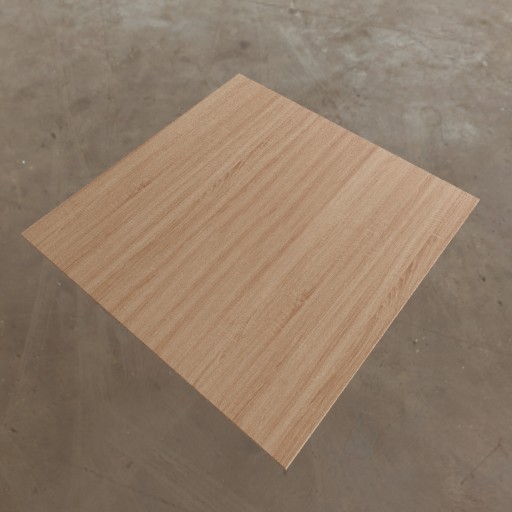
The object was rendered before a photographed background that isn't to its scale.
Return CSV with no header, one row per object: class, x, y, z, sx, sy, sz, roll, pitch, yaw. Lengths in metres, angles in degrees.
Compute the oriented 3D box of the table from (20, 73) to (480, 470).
table,0.000,0.000,1.038,0.670,0.305,0.670,35,64,20
